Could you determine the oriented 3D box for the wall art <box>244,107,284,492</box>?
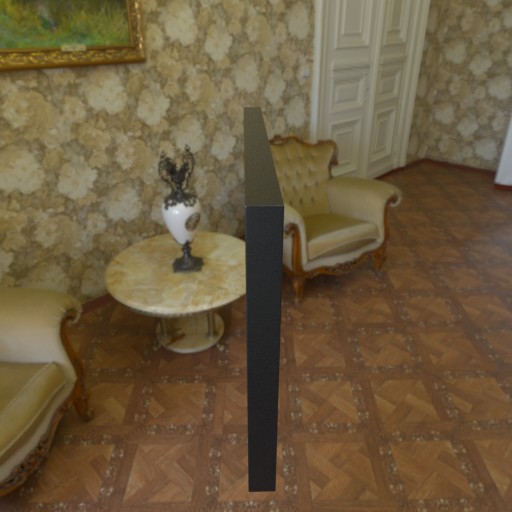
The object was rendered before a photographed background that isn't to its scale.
[{"bbox_3d":[0.000,0.000,1.208,0.058,0.640,0.939,-1,27,-1],"label":"wall art"}]
